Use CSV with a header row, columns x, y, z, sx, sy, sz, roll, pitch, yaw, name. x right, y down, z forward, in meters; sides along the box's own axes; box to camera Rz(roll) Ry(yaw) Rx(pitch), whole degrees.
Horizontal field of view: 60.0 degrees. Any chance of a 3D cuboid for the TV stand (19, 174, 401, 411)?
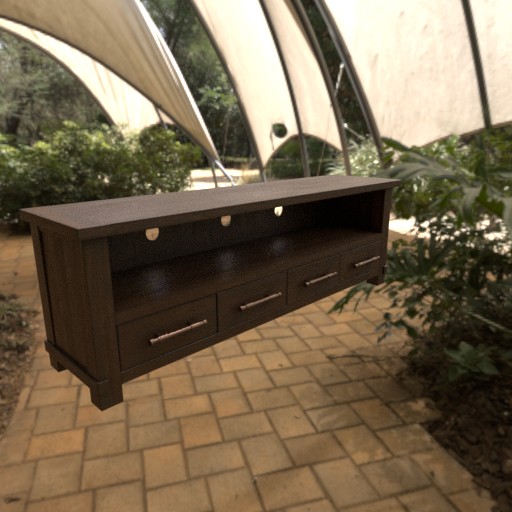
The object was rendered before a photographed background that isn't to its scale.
x,y,z,sx,sy,sz,roll,pitch,yaw,name
0.000,0.000,2.095,0.471,0.615,1.866,15,21,43,TV stand
